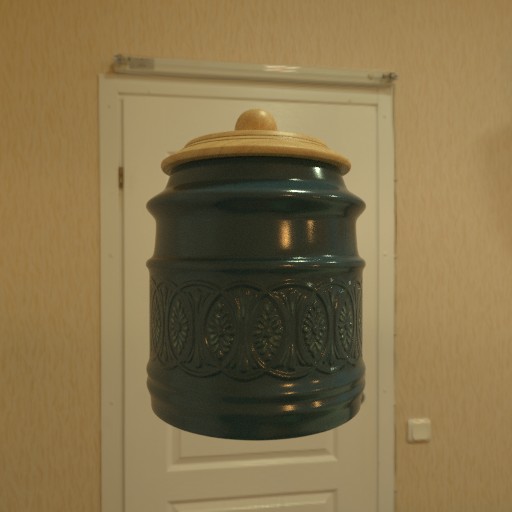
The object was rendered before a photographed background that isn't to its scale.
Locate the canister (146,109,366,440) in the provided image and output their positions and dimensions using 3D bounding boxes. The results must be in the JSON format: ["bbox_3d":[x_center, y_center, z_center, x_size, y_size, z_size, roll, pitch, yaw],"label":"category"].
[{"bbox_3d":[0.000,0.000,0.269,0.130,0.176,0.130,0,1,0],"label":"canister"}]
